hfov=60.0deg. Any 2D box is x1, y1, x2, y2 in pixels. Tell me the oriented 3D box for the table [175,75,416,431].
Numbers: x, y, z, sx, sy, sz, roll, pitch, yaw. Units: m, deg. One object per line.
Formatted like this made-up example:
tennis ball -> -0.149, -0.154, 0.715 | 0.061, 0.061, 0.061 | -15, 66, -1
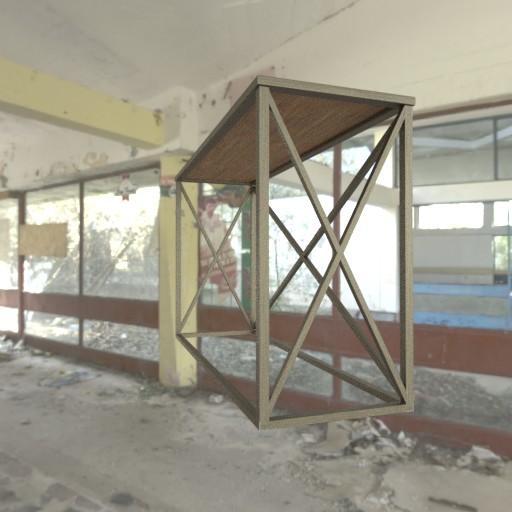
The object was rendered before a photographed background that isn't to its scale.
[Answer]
table -> 0.000, 0.000, 1.573 | 0.402, 0.753, 1.216 | 0, -1, -19
